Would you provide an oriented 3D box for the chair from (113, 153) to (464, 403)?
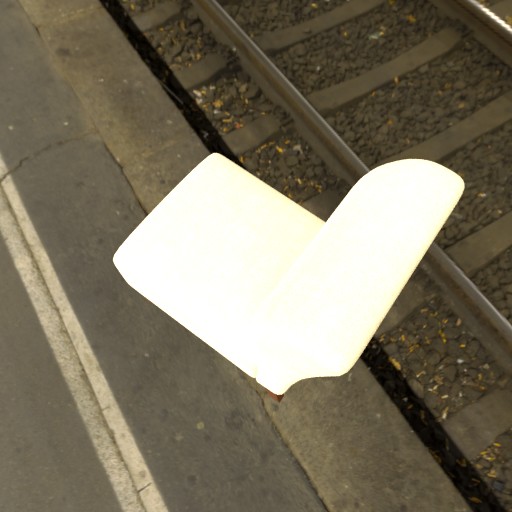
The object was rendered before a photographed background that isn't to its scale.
[{"bbox_3d":[0.000,0.000,1.308,0.754,0.833,0.521,34,69,15],"label":"chair"}]
